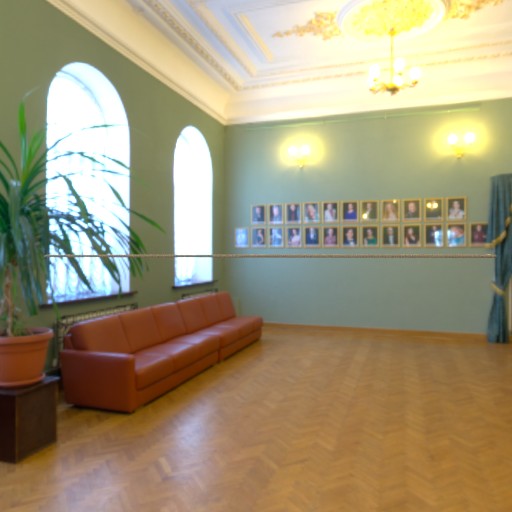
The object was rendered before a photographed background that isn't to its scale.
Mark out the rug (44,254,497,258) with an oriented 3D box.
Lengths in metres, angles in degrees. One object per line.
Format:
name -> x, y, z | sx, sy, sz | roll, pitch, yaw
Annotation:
rug -> 0.000, 0.000, 2.476 | 2.276, 0.014, 0.678 | 0, 0, 17
